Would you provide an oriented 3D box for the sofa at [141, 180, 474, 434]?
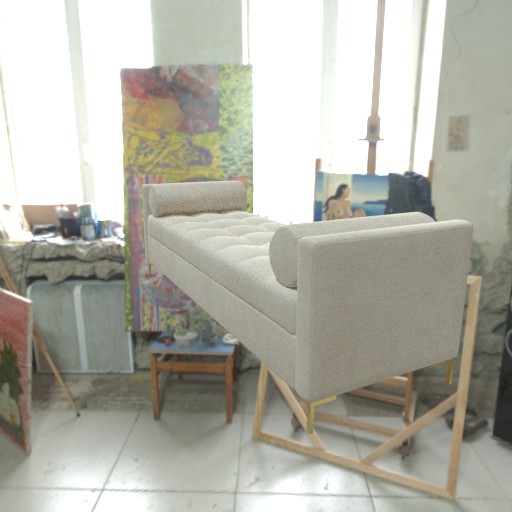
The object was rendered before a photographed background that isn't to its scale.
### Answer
[{"bbox_3d":[0.000,0.000,2.303,0.686,0.635,1.981,-7,16,-27],"label":"sofa"}]
